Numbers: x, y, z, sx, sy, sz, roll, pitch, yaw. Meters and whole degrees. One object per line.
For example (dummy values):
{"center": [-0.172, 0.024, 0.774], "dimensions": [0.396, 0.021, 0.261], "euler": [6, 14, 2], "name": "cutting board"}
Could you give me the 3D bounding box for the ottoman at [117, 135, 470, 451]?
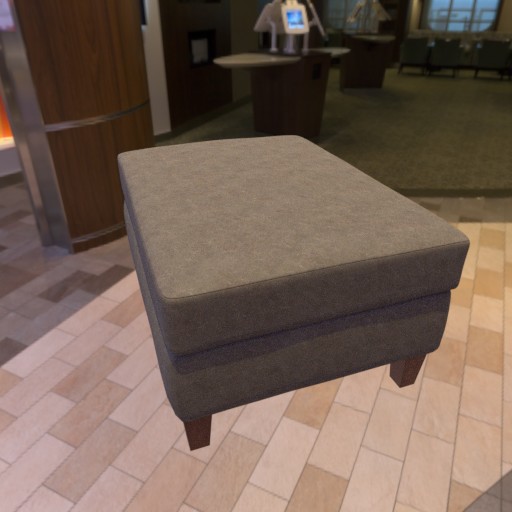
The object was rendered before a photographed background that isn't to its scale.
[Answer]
{"center": [0.000, 0.000, 1.224], "dimensions": [0.639, 0.464, 0.839], "euler": [-10, 32, -17], "name": "ottoman"}
